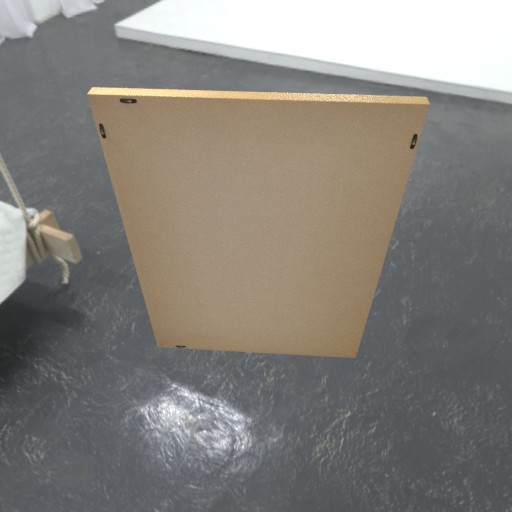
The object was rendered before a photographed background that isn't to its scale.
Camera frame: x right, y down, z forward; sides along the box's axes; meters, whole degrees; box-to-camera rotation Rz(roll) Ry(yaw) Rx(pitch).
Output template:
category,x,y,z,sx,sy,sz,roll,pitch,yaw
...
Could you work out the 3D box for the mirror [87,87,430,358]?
category,x,y,z,sx,sy,sz,roll,pitch,yaw
mirror,0.000,0.000,1.353,0.762,1.016,0.041,3,45,3
